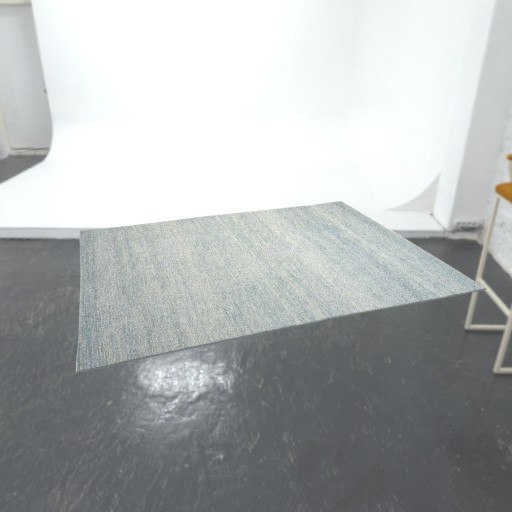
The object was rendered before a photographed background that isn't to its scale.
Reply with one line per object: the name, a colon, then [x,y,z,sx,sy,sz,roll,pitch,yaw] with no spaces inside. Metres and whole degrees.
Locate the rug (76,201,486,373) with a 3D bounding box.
rug: [0.000,0.000,4.260,3.237,0.046,2.461,-8,26,-17]
